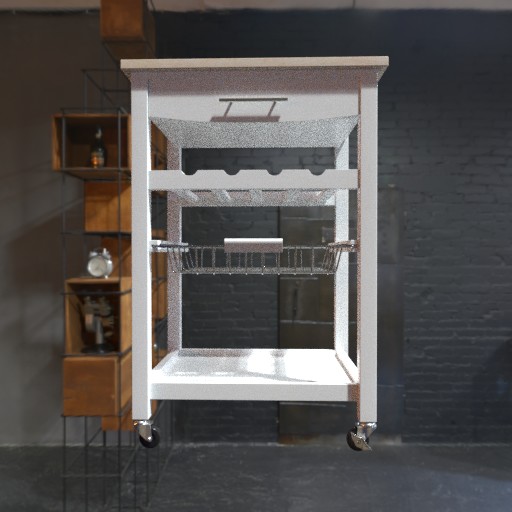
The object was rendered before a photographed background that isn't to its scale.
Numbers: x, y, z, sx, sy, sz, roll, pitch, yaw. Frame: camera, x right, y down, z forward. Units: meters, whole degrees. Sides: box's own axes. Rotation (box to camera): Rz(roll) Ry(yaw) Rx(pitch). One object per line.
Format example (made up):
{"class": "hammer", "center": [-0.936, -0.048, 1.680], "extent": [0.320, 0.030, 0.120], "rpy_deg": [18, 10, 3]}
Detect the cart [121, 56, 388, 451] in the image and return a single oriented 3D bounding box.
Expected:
{"class": "cart", "center": [0.000, 0.000, 1.160], "extent": [0.578, 0.857, 0.406], "rpy_deg": [0, 1, 2]}
